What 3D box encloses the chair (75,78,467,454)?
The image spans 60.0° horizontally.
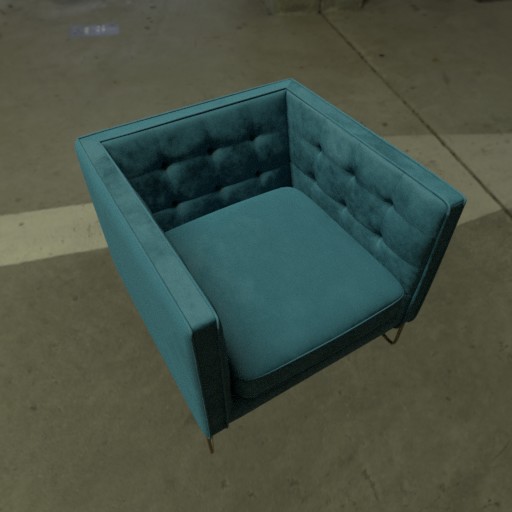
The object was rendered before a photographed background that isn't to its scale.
[{"bbox_3d":[0.000,0.000,1.595,0.880,0.790,0.894,-24,51,-21],"label":"chair"}]
